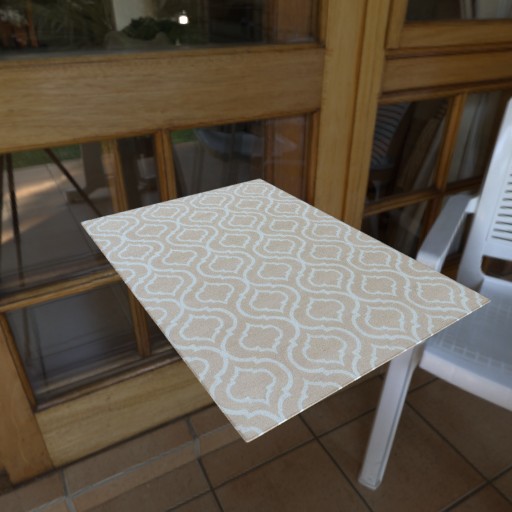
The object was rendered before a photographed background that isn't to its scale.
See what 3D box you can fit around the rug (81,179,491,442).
[{"bbox_3d":[0.000,0.000,2.706,1.524,0.010,2.134,-19,35,-29],"label":"rug"}]
